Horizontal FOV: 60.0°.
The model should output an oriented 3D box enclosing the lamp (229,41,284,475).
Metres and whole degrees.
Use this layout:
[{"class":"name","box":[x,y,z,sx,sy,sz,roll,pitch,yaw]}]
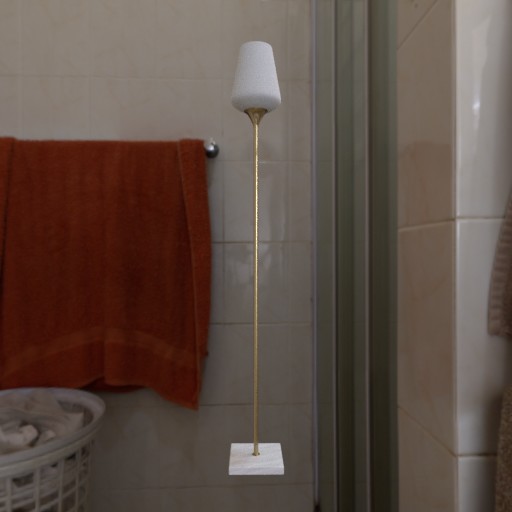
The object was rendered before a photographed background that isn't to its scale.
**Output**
[{"class":"lamp","box":[0.000,0.000,1.946,0.229,1.813,0.232,0,0,-1]}]
